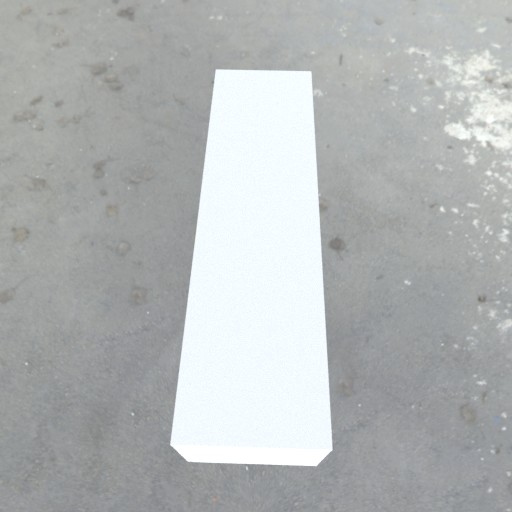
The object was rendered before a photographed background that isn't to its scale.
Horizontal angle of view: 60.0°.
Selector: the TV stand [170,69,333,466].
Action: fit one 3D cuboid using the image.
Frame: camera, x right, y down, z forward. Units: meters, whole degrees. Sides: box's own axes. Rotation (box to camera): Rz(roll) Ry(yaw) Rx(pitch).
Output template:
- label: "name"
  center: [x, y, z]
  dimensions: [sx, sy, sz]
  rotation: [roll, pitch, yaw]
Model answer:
- label: "TV stand"
  center: [0.000, 0.000, 1.645]
  dimensions: [0.401, 0.560, 1.398]
  rotation: [1, 59, 1]
